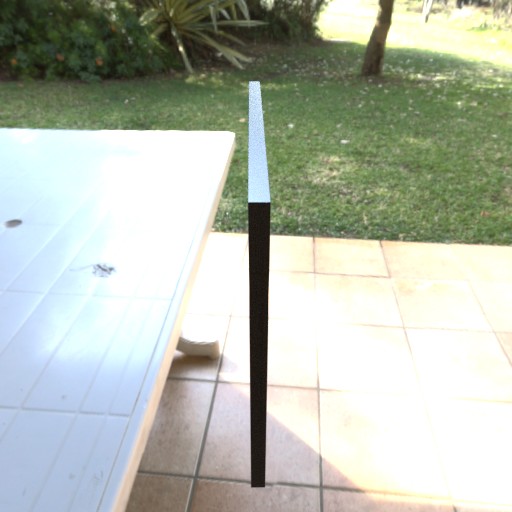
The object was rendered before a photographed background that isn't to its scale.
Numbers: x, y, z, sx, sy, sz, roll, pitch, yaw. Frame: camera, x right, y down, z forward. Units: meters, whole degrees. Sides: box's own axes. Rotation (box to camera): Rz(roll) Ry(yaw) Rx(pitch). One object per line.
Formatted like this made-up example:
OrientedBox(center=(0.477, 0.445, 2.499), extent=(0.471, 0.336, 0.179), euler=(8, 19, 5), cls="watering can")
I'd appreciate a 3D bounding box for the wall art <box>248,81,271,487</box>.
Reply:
OrientedBox(center=(0.000, 0.000, 0.918), extent=(0.026, 0.558, 0.660), euler=(0, 32, -1), cls="wall art")
